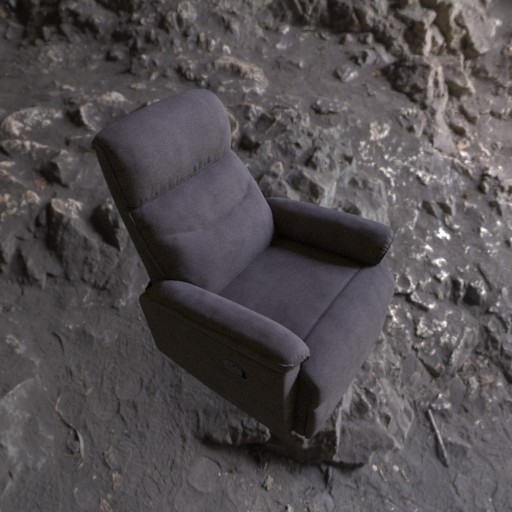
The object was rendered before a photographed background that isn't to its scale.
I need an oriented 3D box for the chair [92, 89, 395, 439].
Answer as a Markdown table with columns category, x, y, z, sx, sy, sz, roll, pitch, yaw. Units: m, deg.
| category | x | y | z | sx | sy | sz | roll | pitch | yaw |
| --- | --- | --- | --- | --- | --- | --- | --- | --- | --- |
| chair | 0.000 | 0.000 | 1.756 | 1.009 | 1.036 | 0.830 | 25 | 46 | 26 |
